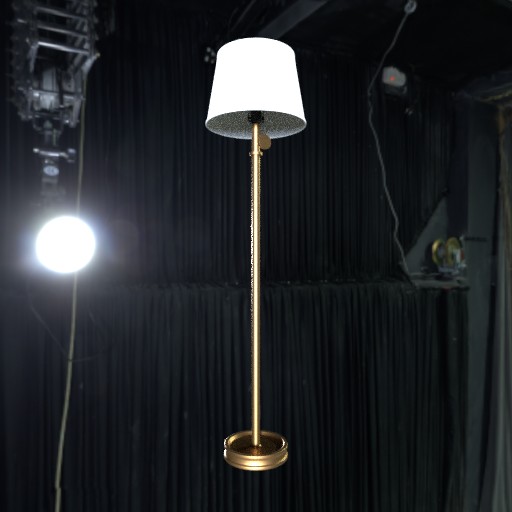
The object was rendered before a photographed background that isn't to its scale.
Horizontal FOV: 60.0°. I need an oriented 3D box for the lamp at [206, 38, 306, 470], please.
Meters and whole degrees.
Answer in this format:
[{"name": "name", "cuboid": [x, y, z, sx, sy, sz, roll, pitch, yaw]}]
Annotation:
[{"name": "lamp", "cuboid": [0.000, 0.000, 0.790, 0.178, 0.710, 0.178, 0, 0, 0]}]
